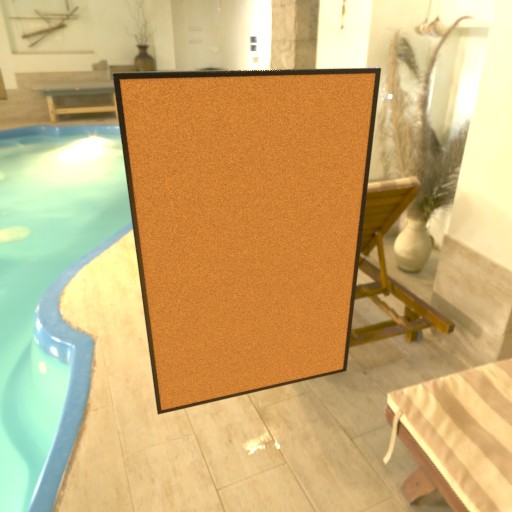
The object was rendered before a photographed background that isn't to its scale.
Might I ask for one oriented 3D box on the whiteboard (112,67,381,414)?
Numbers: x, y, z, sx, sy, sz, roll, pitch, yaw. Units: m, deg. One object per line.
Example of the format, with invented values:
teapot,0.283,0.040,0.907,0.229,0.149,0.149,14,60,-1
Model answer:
whiteboard,0.000,0.000,0.786,0.406,0.611,0.026,-8,27,-16
